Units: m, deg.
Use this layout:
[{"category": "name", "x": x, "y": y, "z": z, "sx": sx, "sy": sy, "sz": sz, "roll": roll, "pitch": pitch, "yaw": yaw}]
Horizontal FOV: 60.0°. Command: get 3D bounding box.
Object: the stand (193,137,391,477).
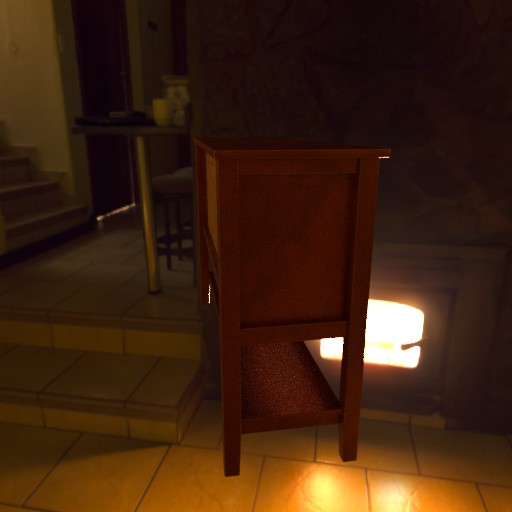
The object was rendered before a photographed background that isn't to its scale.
[{"category": "stand", "x": 0.000, "y": 0.000, "z": 1.732, "sx": 0.410, "sy": 0.872, "sz": 1.362, "roll": -3, "pitch": 16, "yaw": -9}]
